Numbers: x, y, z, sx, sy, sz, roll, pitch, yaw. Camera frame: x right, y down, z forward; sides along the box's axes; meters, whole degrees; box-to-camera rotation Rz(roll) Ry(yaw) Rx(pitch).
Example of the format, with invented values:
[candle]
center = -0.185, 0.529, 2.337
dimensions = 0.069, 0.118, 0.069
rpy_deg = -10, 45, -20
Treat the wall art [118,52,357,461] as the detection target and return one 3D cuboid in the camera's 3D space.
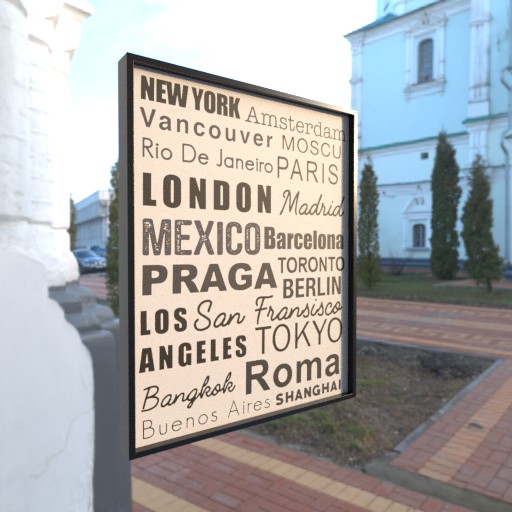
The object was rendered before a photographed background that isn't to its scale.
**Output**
[wall art]
center = 0.000, 0.000, 0.741
dimensions = 0.448, 0.551, 0.038
rpy_deg = -1, 1, -35
